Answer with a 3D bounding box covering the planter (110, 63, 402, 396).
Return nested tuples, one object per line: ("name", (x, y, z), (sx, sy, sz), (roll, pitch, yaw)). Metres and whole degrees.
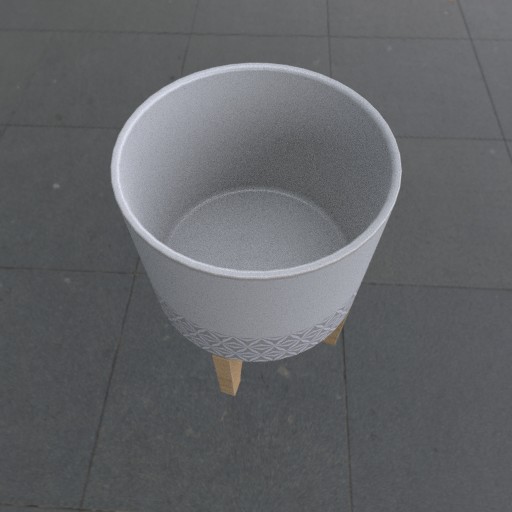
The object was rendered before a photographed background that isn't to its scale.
("planter", (0.000, 0.000, 0.400), (0.188, 0.260, 0.188), (0, 58, 0))
